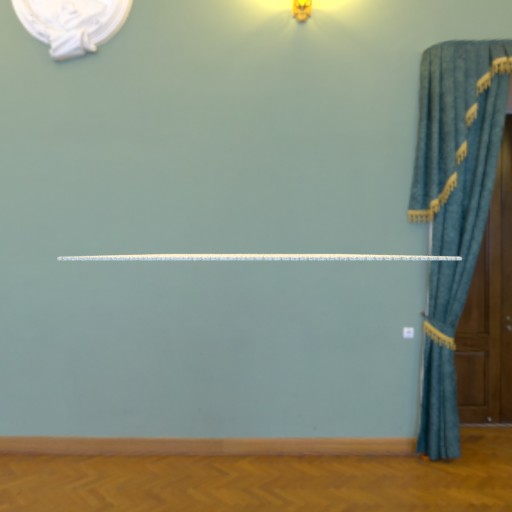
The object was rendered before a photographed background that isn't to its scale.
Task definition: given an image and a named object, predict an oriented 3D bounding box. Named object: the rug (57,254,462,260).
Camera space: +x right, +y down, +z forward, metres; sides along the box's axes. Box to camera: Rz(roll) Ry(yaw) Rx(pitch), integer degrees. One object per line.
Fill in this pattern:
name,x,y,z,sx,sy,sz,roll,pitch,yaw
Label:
rug,0.000,0.000,2.725,1.509,0.013,2.144,0,1,-1
